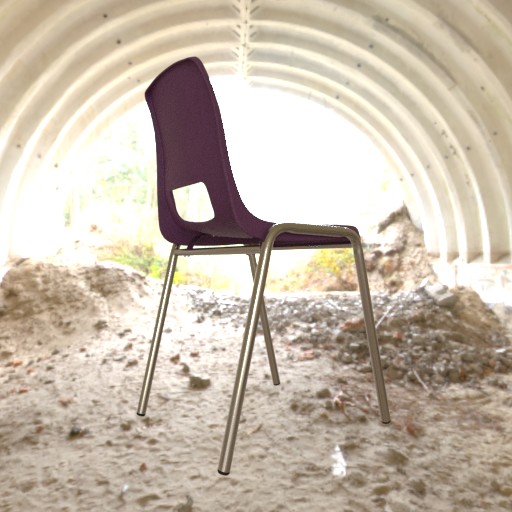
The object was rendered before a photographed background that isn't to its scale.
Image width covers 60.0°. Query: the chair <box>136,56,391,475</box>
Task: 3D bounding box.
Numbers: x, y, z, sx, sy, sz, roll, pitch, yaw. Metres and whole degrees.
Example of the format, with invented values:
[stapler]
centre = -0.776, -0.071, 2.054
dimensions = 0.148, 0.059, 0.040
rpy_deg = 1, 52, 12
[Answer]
[chair]
centre = 0.000, 0.000, 0.958
dimensions = 0.432, 0.704, 0.381
rpy_deg = 1, -1, -37
